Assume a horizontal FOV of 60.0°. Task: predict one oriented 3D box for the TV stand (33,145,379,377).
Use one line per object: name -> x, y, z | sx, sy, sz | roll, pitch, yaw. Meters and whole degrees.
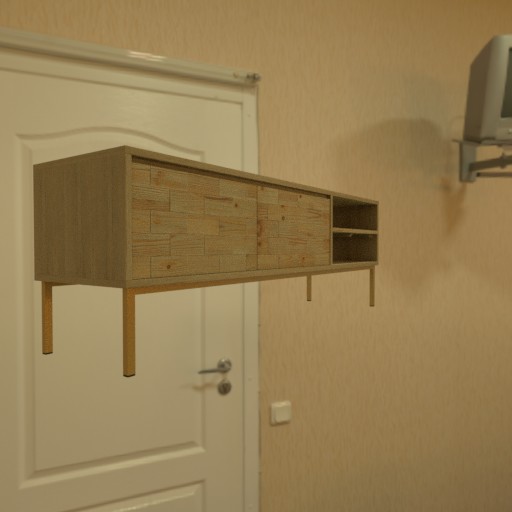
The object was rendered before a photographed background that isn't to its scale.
TV stand -> 0.000, 0.000, 1.805 | 0.420, 0.550, 1.600 | 1, 2, 36
